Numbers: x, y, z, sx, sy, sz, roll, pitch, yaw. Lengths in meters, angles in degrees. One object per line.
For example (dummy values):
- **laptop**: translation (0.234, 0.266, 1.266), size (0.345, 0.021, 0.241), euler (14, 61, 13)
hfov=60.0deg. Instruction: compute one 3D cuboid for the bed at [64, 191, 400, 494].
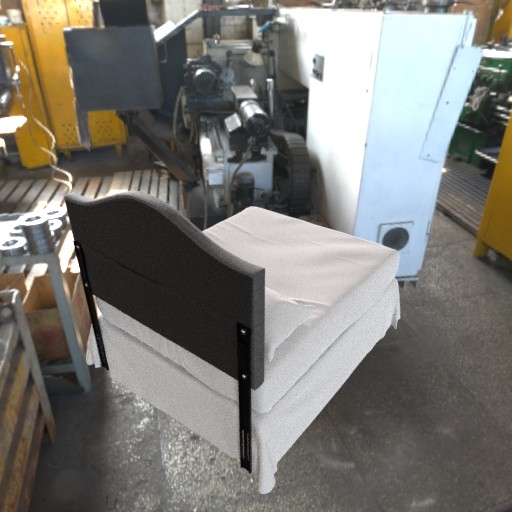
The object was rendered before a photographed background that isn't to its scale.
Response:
- **bed**: translation (0.000, 0.000, 3.470), size (1.876, 1.645, 2.221), euler (21, 36, 32)
